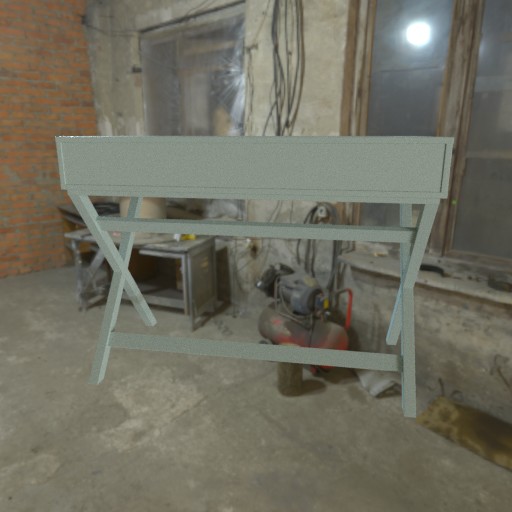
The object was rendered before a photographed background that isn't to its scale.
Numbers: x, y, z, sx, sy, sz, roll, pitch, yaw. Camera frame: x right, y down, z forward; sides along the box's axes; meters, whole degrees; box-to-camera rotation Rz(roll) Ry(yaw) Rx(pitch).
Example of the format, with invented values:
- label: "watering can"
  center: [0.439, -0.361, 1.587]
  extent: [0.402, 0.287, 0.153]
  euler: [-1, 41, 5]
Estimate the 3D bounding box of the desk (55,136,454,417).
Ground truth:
- label: "desk"
  center: [0.000, 0.000, 1.498]
  extent: [1.059, 0.780, 0.509]
  euler: [3, 16, 10]
